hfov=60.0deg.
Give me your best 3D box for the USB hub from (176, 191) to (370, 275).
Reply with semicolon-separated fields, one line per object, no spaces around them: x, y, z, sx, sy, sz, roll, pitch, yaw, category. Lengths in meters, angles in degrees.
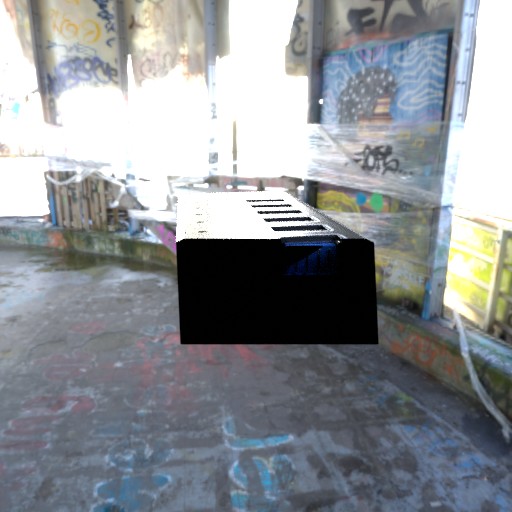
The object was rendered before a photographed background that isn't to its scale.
0.000;0.000;0.128;0.044;0.023;0.110;-2;16;-9;USB hub
